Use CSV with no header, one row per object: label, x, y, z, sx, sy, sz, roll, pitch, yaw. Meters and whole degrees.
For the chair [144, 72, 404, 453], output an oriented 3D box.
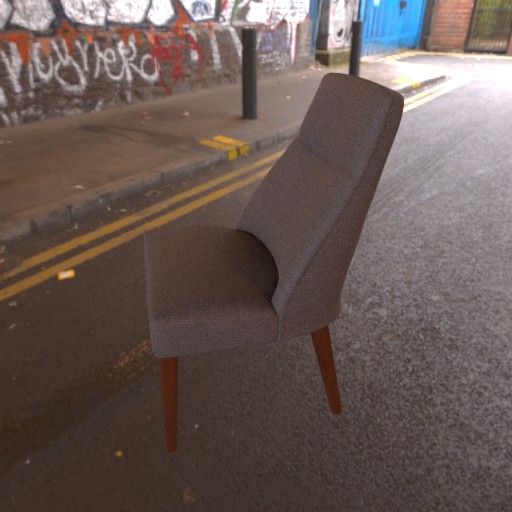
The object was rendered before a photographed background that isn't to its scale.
chair,0.000,0.000,1.259,0.620,0.930,0.500,-7,30,-12
